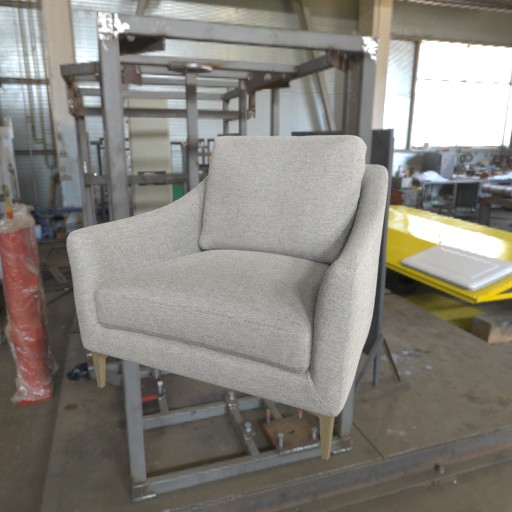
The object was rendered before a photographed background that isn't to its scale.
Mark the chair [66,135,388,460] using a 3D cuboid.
[{"bbox_3d":[0.000,0.000,1.709,0.986,0.902,0.961,7,16,25],"label":"chair"}]
